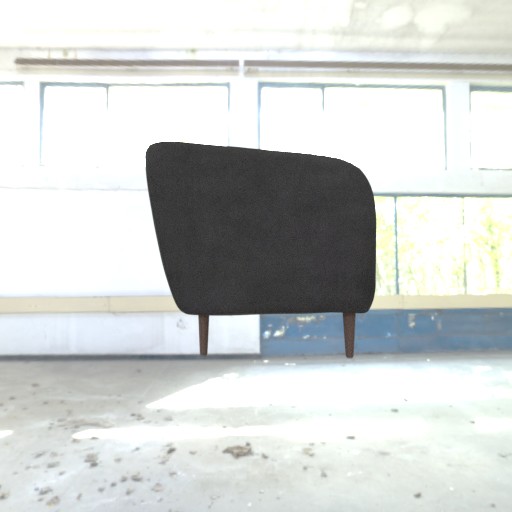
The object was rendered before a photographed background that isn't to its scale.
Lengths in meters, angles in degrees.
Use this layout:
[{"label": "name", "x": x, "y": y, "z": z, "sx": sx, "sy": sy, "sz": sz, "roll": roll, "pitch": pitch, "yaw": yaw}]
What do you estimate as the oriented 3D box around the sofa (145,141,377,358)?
[{"label": "sofa", "x": 0.000, "y": 0.000, "z": 2.711, "sx": 0.956, "sy": 0.875, "sz": 2.296, "roll": 0, "pitch": -2, "yaw": -1}]
